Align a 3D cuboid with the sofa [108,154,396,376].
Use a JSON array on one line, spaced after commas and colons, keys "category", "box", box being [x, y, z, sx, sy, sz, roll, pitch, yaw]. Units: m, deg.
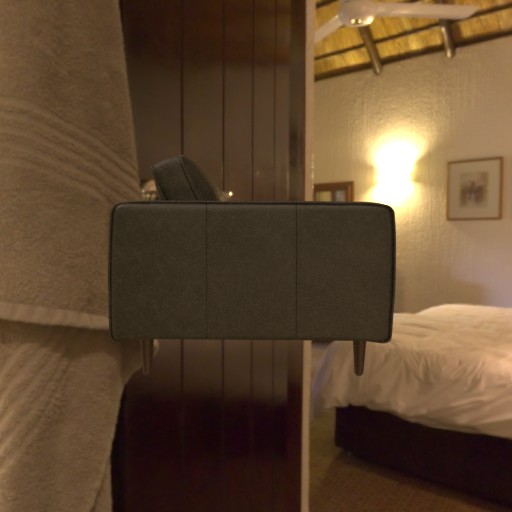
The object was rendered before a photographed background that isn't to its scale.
[{"category": "sofa", "box": [0.000, 0.000, 2.296, 0.921, 0.770, 1.879, 0, 2, 0]}]
